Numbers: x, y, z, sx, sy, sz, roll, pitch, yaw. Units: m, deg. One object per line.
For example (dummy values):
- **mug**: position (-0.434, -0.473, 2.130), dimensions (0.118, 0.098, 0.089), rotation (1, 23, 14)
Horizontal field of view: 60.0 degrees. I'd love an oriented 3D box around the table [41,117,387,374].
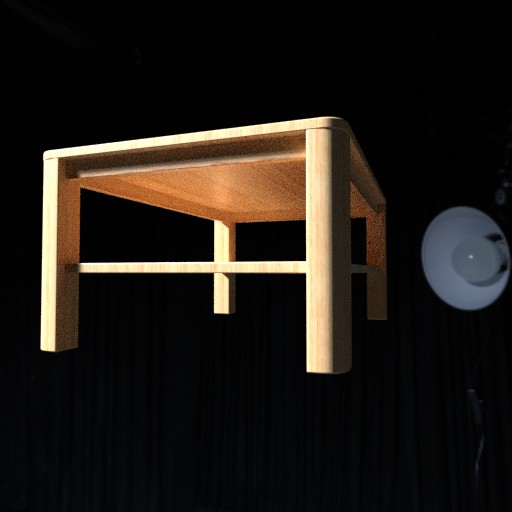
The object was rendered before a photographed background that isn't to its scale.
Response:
- **table**: position (0.000, 0.000, 1.340), dimensions (0.696, 0.445, 0.997), rotation (-1, -2, 20)
